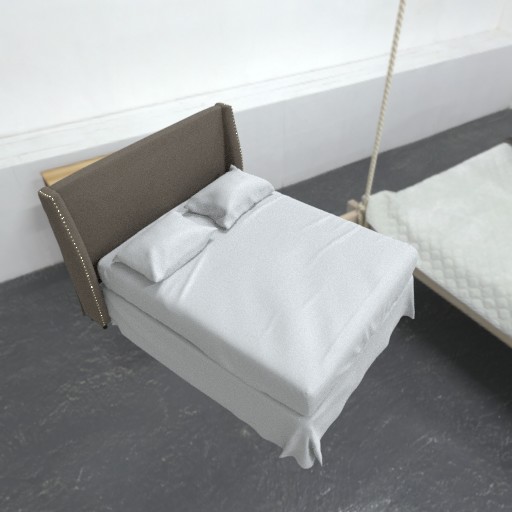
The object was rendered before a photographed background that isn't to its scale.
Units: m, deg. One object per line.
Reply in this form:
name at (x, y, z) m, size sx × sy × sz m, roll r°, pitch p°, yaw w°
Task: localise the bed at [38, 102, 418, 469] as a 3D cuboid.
bed at (0.000, 0.000, 3.447) m, size 2.276 × 1.332 × 1.925 m, roll 26°, pitch 48°, yaw 27°
